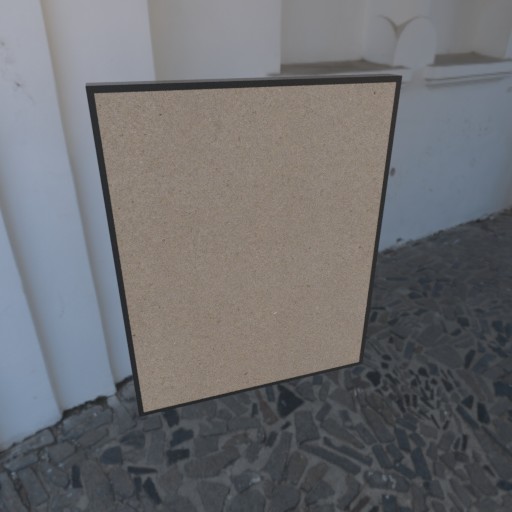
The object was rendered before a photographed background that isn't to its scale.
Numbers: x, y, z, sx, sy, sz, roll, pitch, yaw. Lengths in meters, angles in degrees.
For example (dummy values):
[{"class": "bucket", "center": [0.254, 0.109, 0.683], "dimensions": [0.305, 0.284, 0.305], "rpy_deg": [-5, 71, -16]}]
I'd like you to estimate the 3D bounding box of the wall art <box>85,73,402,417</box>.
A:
[{"class": "wall art", "center": [0.000, 0.000, 0.740], "dimensions": [0.448, 0.551, 0.038], "rpy_deg": [-8, 28, -16]}]
